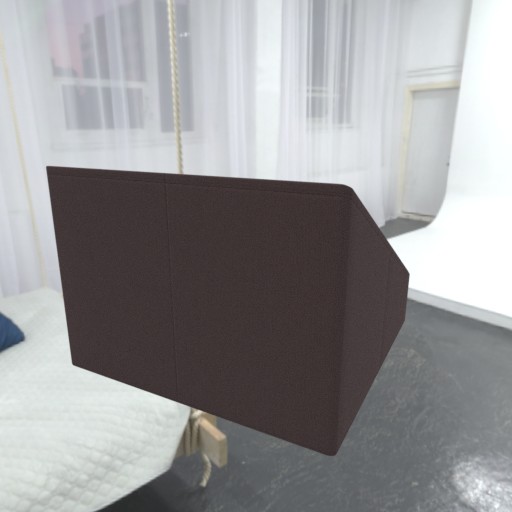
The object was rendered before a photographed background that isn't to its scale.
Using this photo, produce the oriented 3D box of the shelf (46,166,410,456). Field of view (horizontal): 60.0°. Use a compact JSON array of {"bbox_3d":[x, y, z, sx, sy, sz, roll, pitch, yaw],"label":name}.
[{"bbox_3d":[0.000,0.000,0.497,0.292,0.210,0.292,9,18,27],"label":"shelf"}]
